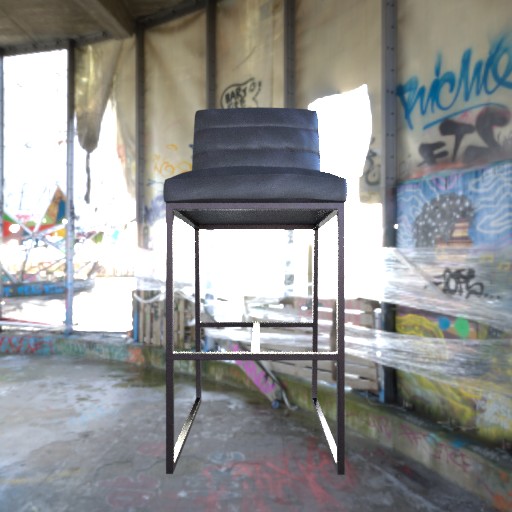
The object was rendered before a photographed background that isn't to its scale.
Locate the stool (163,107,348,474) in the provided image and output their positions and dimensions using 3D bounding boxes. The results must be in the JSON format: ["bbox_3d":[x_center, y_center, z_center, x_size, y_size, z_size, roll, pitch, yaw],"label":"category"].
[{"bbox_3d":[0.000,0.000,1.350,0.463,1.065,0.562,0,0,0],"label":"stool"}]
